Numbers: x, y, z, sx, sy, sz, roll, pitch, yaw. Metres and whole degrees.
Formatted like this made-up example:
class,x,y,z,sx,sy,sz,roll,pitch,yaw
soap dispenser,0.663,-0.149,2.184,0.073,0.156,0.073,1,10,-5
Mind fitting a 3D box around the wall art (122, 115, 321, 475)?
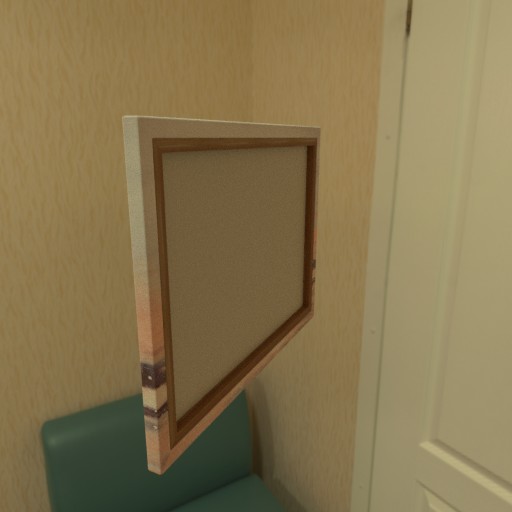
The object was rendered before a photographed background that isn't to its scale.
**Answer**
class,x,y,z,sx,sy,sz,roll,pitch,yaw
wall art,0.000,0.000,1.330,0.038,0.763,1.015,7,17,26
